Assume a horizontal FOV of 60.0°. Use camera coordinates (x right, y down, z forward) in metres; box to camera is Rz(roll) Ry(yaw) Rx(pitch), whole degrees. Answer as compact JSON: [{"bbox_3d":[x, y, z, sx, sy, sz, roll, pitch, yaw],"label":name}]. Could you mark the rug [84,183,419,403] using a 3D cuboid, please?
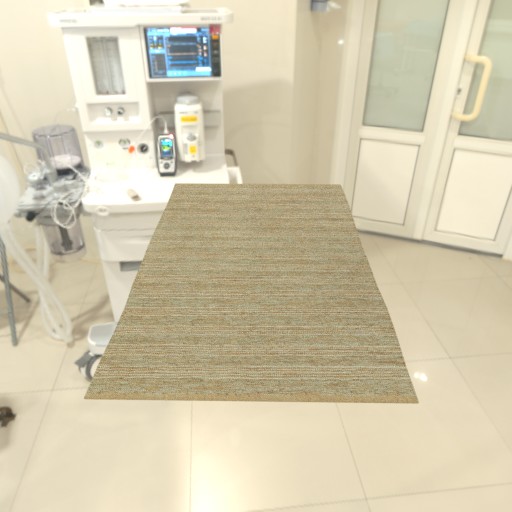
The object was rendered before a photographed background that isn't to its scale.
[{"bbox_3d":[0.000,0.000,3.043,1.540,0.012,2.448,0,33,1],"label":"rug"}]
